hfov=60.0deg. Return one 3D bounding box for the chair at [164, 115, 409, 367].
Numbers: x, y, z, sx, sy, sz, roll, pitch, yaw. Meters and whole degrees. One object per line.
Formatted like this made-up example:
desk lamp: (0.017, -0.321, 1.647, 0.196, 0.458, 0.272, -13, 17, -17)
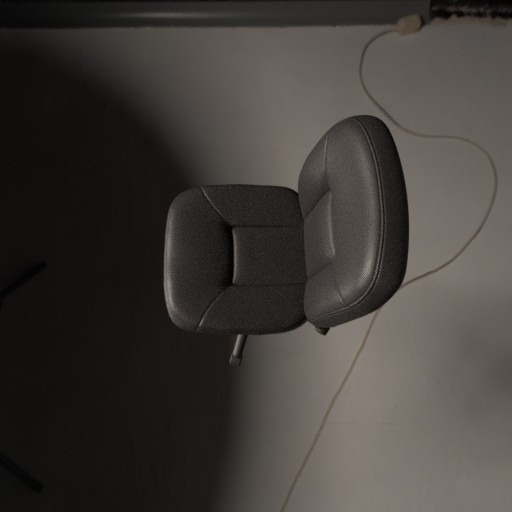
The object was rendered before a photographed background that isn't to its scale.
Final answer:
chair: (0.000, 0.000, 1.378, 0.646, 0.959, 0.647, -1, 75, 0)
